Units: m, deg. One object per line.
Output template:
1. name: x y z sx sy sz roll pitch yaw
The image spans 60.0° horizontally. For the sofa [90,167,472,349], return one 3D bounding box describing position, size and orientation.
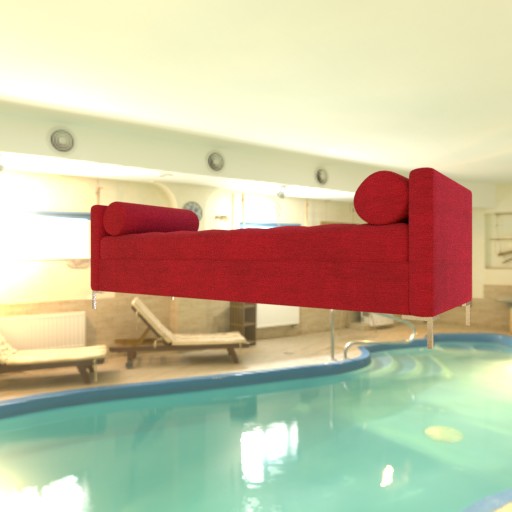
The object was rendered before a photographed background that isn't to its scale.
1. sofa: 0.000 0.000 2.353 1.981 0.635 0.686 0 0 36
